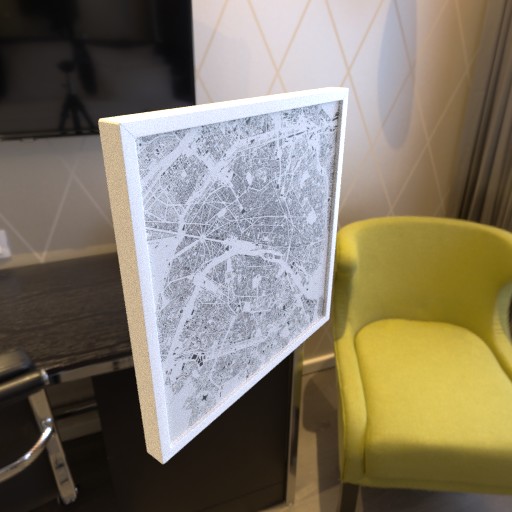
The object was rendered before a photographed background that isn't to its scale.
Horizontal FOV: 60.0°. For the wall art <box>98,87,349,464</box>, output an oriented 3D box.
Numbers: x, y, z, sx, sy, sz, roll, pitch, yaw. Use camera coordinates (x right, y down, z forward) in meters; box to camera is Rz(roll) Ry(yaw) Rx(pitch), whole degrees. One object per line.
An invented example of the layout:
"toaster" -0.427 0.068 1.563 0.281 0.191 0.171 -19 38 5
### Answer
"wall art" 0.000 0.000 0.759 0.038 0.508 0.508 19 31 34
